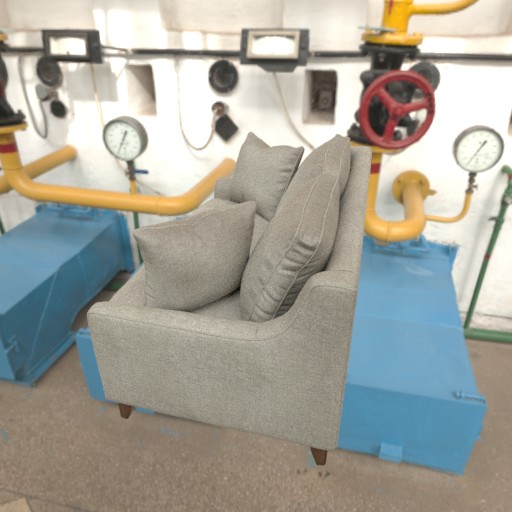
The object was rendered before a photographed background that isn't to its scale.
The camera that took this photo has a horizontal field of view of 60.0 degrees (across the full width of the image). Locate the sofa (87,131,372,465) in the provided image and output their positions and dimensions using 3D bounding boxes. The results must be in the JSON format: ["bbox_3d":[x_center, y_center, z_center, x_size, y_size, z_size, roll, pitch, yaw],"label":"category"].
[{"bbox_3d":[0.000,0.000,2.015,0.915,0.863,1.422,7,30,13],"label":"sofa"}]
